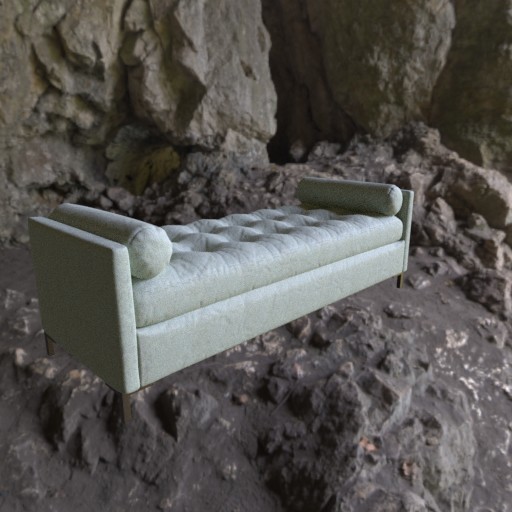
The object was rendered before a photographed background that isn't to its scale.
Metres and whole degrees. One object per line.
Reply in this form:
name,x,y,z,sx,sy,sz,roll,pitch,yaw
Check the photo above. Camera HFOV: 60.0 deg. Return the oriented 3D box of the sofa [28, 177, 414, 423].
sofa,0.000,0.000,2.456,2.102,0.705,0.796,-15,22,-43
